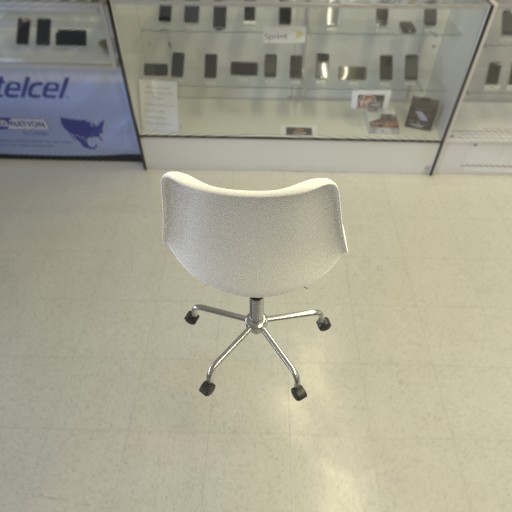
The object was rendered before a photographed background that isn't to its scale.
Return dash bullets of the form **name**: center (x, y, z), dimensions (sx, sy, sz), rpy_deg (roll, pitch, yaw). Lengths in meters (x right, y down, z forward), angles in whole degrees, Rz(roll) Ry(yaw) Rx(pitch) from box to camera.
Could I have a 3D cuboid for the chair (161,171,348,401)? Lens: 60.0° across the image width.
- **chair**: center (0.000, 0.000, 1.280), dimensions (0.550, 0.930, 0.550), rpy_deg (3, 48, 3)
